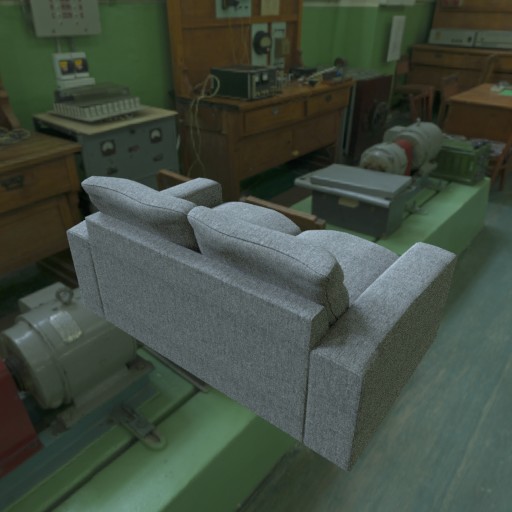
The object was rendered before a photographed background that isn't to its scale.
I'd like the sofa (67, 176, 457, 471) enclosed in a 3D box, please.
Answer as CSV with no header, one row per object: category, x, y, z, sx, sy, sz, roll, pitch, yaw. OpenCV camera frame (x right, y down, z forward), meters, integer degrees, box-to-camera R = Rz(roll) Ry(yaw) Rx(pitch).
sofa,0.000,0.000,2.345,1.758,0.877,1.094,21,36,32
